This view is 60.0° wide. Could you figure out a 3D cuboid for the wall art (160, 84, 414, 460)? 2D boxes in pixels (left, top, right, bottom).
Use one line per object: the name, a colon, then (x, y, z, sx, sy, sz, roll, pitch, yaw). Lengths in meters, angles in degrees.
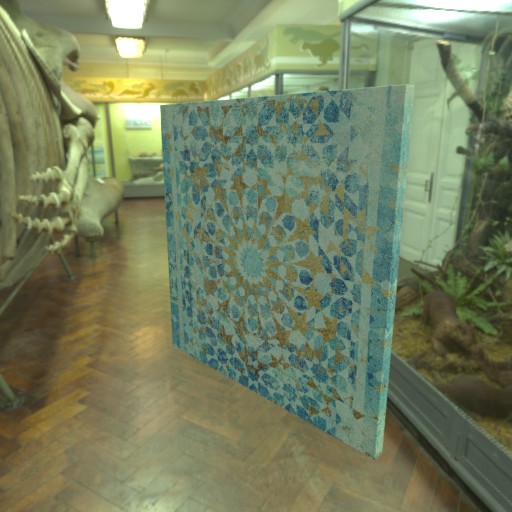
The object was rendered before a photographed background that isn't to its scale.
wall art: (0.000, 0.000, 1.357, 0.040, 0.916, 0.916, -15, 21, -43)
